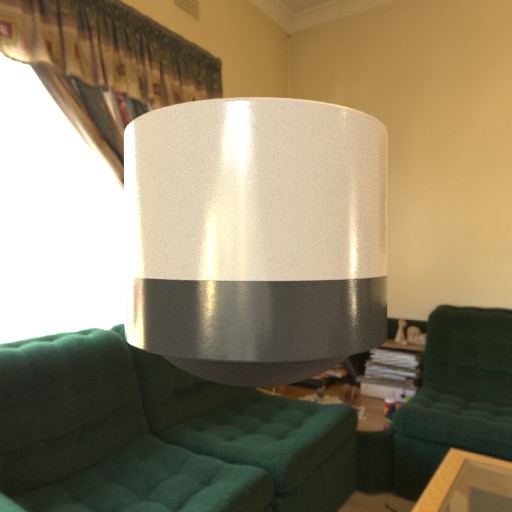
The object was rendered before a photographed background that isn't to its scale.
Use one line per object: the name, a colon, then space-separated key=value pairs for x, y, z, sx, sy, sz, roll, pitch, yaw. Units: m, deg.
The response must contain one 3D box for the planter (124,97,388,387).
planter: x=0.000 y=0.000 z=0.340 sx=0.193 sy=0.177 sz=0.193 roll=0 pitch=0 yaw=0
